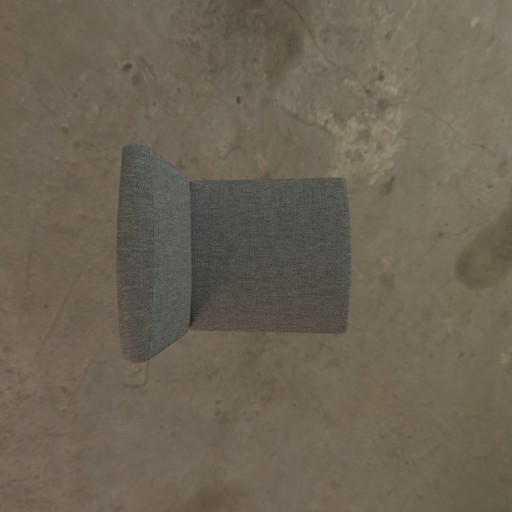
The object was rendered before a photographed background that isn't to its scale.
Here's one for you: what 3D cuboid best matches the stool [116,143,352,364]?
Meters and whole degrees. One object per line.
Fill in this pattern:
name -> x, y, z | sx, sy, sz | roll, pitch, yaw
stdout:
stool -> 0.000, 0.000, 1.417 | 0.552, 1.138, 0.451 | 0, 89, -1
